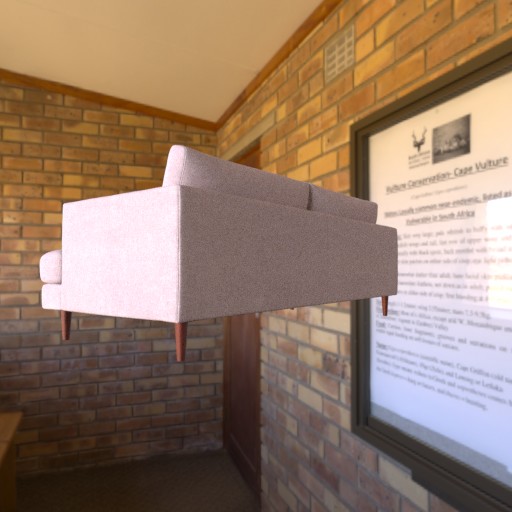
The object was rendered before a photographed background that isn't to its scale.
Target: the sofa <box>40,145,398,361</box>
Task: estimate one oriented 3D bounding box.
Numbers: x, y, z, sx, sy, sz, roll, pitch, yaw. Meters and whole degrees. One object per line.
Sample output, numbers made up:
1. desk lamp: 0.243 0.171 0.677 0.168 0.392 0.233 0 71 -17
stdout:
1. sofa: 0.000 0.000 2.795 1.020 0.868 2.250 -1 -2 38
